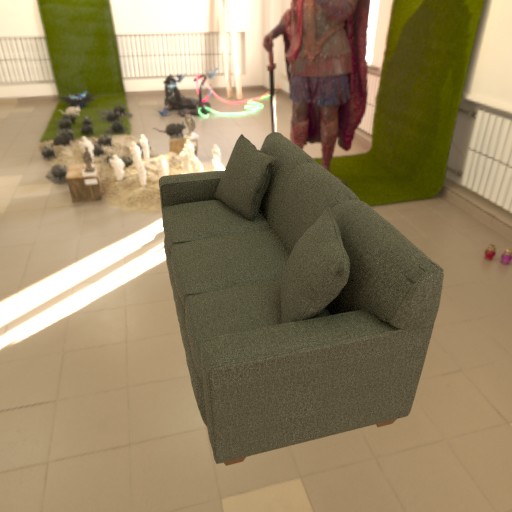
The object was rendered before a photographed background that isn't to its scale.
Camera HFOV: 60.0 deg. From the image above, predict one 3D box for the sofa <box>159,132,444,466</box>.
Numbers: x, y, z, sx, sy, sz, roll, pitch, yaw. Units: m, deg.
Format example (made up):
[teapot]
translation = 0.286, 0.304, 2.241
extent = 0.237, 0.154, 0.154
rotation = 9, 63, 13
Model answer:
[sofa]
translation = 0.000, 0.000, 2.611
extent = 0.997, 0.958, 2.024
rotation = -8, 32, -13
